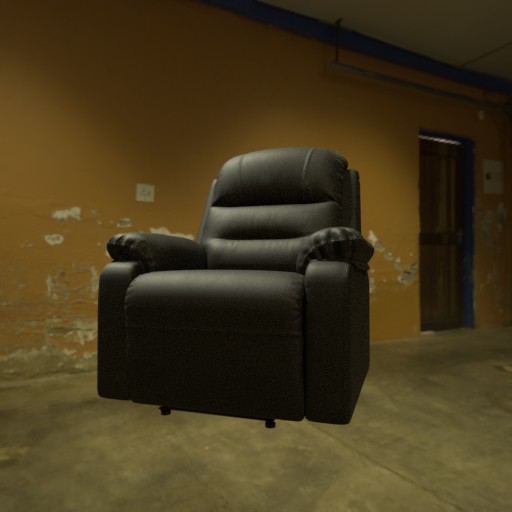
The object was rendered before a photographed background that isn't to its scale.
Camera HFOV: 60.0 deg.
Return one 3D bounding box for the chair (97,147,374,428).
[{"bbox_3d":[0.000,0.000,1.679,0.855,0.992,0.919,0,-1,19],"label":"chair"}]
